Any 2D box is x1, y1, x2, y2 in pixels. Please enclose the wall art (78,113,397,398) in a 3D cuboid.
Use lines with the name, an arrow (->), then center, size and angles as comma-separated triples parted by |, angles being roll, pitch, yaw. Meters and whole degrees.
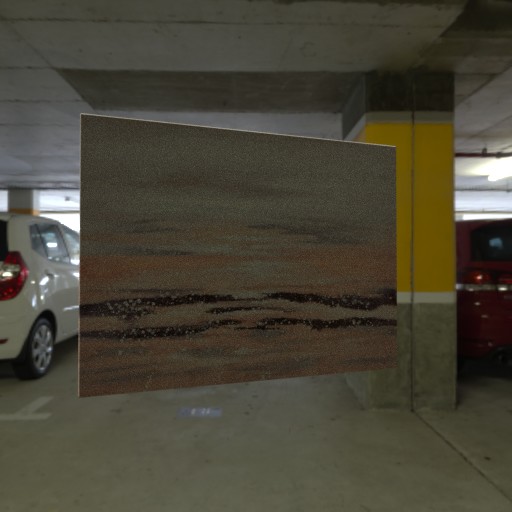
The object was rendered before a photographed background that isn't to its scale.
wall art -> 0.000, 0.000, 1.370 | 1.015, 0.763, 0.038 | 0, -1, -19
